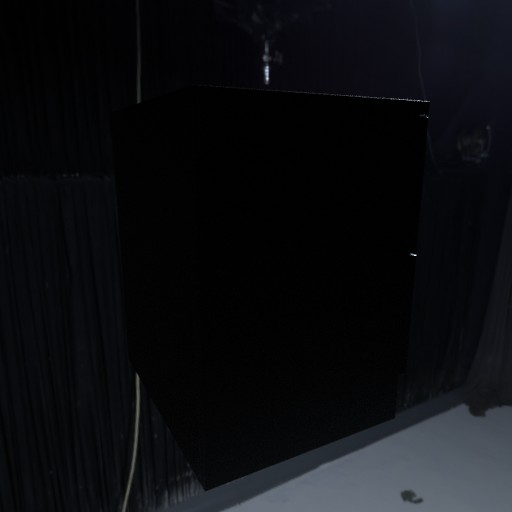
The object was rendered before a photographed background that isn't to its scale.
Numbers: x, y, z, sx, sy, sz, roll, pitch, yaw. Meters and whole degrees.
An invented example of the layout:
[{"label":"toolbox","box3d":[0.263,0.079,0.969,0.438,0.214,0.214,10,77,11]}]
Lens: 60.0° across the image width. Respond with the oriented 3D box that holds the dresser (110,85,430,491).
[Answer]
[{"label":"dresser","box3d":[0.000,0.000,0.741,0.360,0.470,0.400,-7,15,-28]}]
